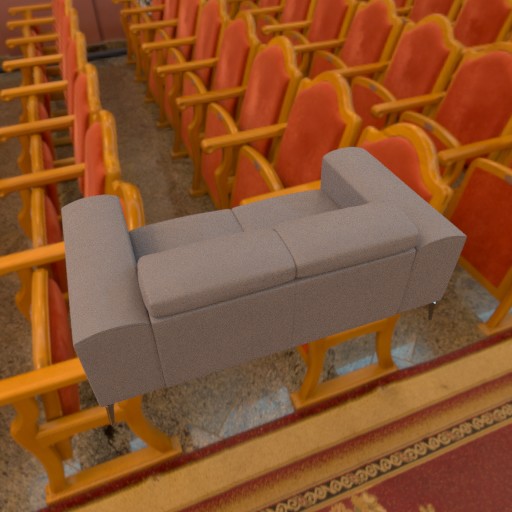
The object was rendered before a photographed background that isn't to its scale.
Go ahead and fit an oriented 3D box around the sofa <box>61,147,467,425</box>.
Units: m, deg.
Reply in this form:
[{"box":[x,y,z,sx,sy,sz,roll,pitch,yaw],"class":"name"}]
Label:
[{"box":[0.000,0.000,2.434,1.895,0.779,1.003,-14,43,-15],"class":"sofa"}]
